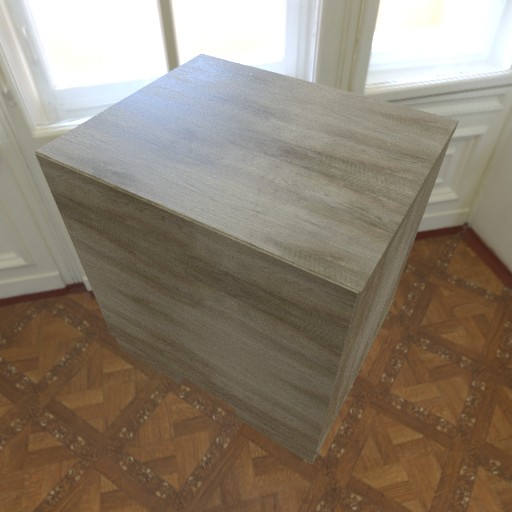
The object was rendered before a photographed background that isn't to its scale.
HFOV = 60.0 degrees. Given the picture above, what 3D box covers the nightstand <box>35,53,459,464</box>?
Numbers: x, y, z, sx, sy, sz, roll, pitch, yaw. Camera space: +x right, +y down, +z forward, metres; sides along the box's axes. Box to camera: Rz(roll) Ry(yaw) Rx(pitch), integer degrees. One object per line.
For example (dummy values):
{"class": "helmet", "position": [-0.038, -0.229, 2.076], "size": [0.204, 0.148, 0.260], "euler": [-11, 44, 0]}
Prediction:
{"class": "nightstand", "position": [0.000, 0.000, 0.730], "size": [0.427, 0.448, 0.347], "euler": [24, 51, 21]}
